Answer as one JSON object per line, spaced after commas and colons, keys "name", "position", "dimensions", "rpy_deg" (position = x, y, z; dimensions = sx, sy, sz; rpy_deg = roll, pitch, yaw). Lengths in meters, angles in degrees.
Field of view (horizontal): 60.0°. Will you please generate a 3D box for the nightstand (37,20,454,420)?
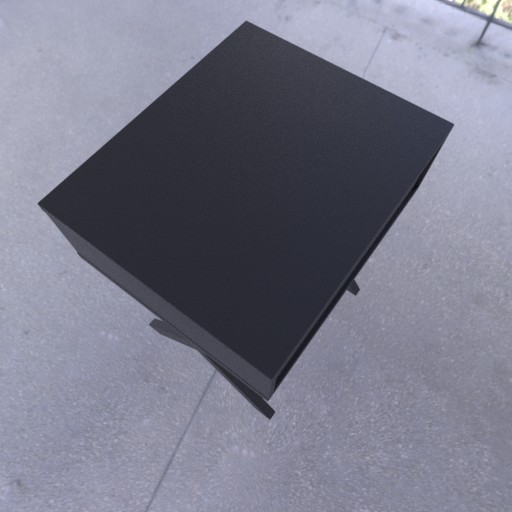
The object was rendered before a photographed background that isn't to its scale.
{"name": "nightstand", "position": [0.000, 0.000, 0.925], "dimensions": [0.402, 0.623, 0.479], "rpy_deg": [34, 68, 15]}
